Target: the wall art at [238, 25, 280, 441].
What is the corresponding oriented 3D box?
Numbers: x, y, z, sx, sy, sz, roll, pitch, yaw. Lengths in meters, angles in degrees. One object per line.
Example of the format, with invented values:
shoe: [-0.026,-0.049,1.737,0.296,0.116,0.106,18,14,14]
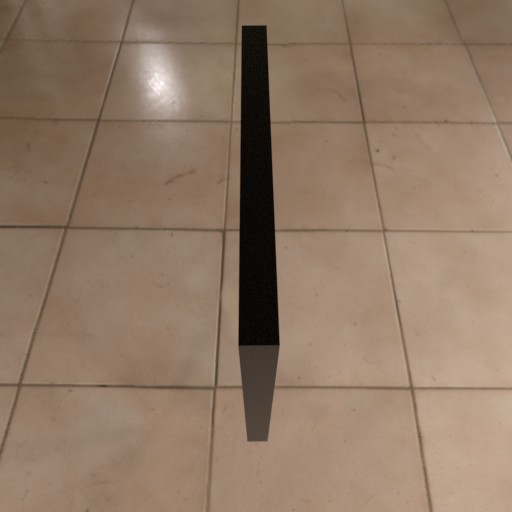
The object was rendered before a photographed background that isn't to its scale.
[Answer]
wall art: [0.000,0.000,0.751,0.038,0.506,0.506,-1,58,0]
